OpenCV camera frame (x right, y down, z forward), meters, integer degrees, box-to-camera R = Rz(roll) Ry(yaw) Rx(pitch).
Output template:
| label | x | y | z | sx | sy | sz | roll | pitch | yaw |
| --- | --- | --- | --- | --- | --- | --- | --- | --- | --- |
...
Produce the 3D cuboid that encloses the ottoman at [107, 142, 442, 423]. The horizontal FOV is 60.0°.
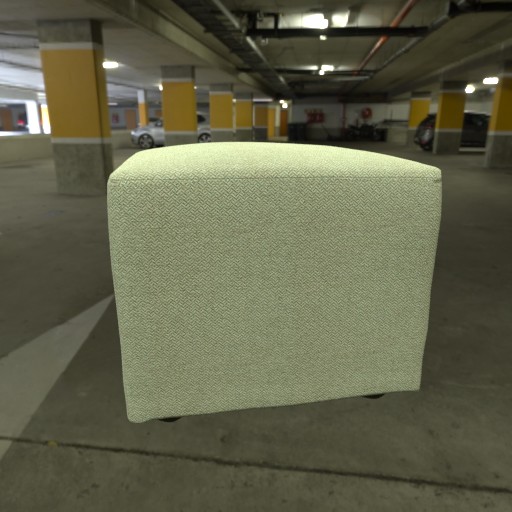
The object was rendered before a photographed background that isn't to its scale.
| label | x | y | z | sx | sy | sz | roll | pitch | yaw |
| --- | --- | --- | --- | --- | --- | --- | --- | --- | --- |
| ottoman | 0.000 | 0.000 | 0.924 | 0.512 | 0.453 | 0.521 | -3 | 17 | -10 |
